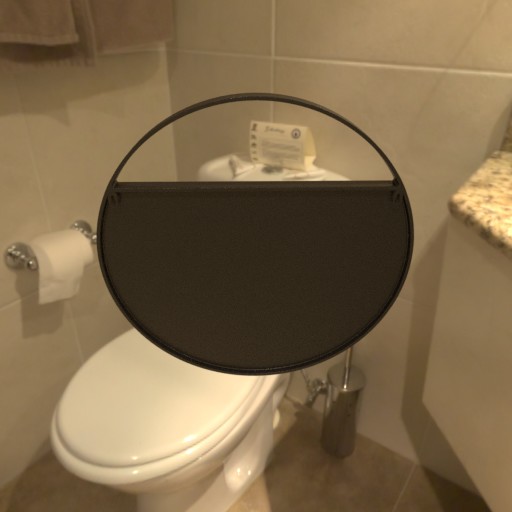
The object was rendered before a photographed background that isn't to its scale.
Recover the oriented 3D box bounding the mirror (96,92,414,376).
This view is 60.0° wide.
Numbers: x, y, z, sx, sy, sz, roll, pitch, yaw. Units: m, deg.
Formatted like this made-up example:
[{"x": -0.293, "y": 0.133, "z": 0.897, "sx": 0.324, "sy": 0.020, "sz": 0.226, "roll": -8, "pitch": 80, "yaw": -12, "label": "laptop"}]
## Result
[{"x": 0.000, "y": 0.000, "z": 0.813, "sx": 0.565, "sy": 0.565, "sz": 0.032, "roll": 0, "pitch": 29, "yaw": -1, "label": "mirror"}]
